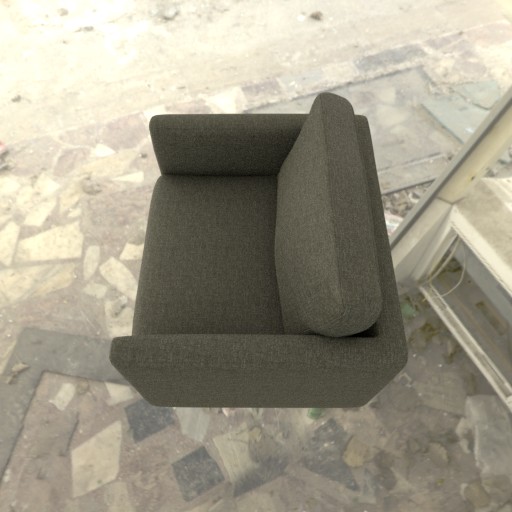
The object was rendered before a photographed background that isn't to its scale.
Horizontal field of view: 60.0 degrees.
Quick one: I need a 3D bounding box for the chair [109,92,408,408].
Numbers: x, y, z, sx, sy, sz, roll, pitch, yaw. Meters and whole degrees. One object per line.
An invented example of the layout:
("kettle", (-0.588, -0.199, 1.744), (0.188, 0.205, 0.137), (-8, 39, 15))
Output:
("chair", (0.000, 0.000, 1.842), (0.959, 0.963, 1.107), (0, 60, 0))
